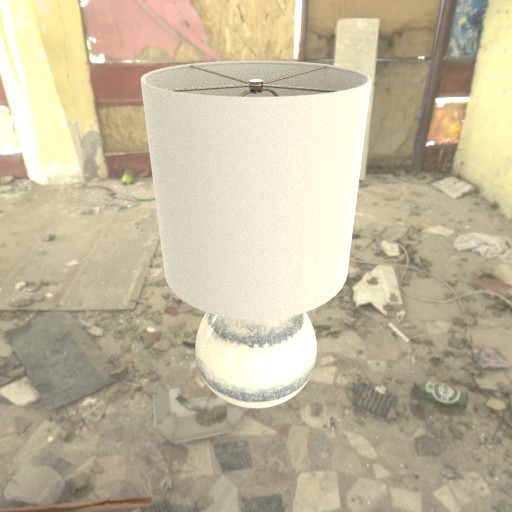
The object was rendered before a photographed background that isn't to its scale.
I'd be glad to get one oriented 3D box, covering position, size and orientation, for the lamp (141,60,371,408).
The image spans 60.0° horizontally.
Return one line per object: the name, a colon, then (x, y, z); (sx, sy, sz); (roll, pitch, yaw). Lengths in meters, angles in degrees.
lamp: (0.000, 0.000, 0.528); (0.216, 0.404, 0.216); (9, 32, 14)
